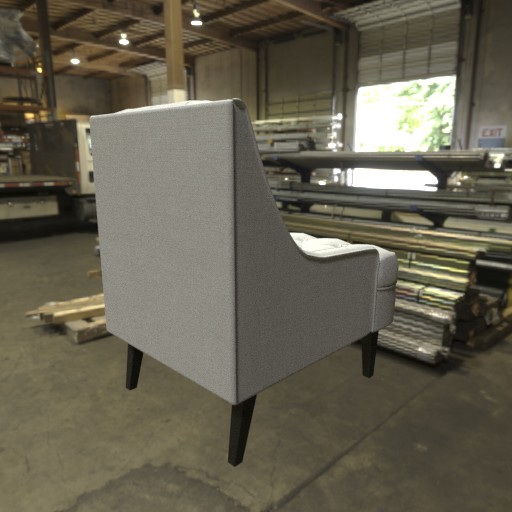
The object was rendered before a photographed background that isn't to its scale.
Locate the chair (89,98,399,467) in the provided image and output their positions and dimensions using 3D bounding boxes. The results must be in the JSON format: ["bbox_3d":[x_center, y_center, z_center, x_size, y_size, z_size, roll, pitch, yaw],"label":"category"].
[{"bbox_3d":[0.000,0.000,1.447,0.772,0.891,0.658,-13,18,-43],"label":"chair"}]
